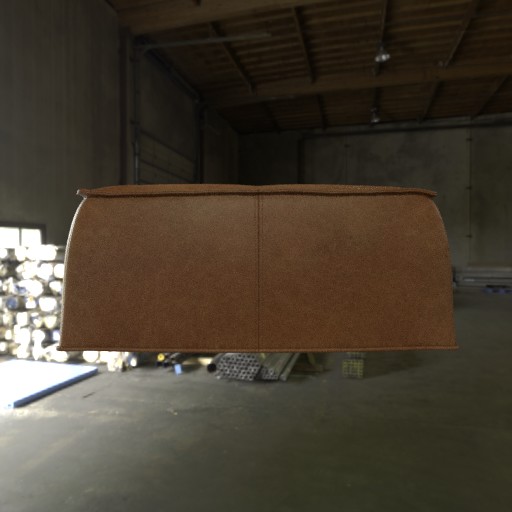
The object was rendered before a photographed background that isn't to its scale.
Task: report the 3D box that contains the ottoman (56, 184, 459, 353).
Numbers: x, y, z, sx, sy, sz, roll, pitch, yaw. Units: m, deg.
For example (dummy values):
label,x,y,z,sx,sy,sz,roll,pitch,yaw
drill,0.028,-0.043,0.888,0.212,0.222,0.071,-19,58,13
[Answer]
label,x,y,z,sx,sy,sz,roll,pitch,yaw
ottoman,0.000,0.000,1.363,0.902,0.395,0.901,0,1,-1
